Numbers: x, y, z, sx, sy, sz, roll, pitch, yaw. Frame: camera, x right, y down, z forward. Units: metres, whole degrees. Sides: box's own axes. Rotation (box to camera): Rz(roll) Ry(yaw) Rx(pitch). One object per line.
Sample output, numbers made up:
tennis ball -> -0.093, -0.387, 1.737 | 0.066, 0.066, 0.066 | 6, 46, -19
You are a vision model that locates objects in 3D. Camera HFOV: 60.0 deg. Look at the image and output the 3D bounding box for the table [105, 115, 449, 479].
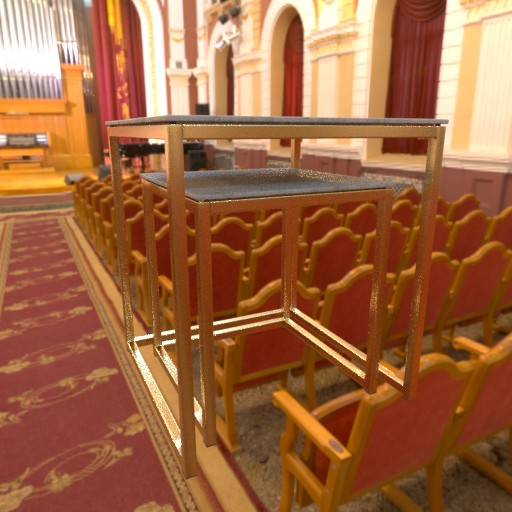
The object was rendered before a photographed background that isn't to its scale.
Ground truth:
table -> 0.000, 0.000, 0.856 | 0.450, 0.500, 0.450 | -8, 17, -25
